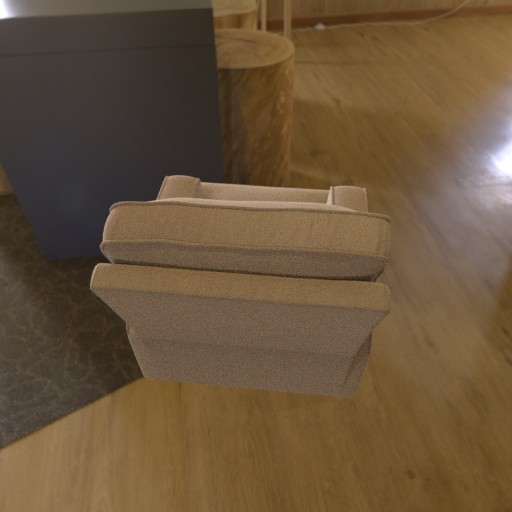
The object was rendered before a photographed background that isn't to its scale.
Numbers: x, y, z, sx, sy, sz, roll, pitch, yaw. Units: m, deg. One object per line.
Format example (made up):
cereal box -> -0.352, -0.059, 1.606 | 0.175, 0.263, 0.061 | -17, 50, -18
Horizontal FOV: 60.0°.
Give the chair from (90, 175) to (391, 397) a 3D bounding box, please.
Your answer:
chair -> 0.000, 0.000, 1.660 | 0.861, 0.964, 0.969 | 4, 47, 4
